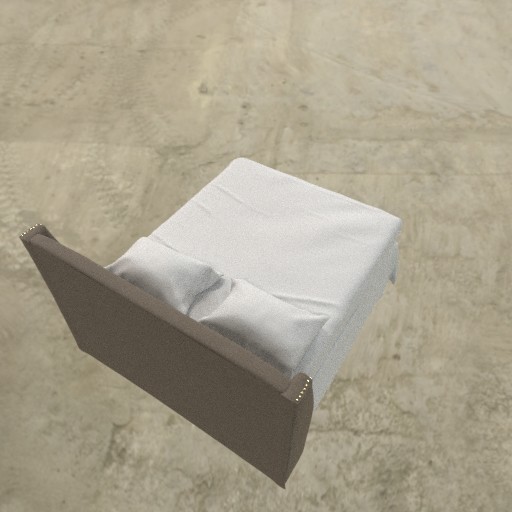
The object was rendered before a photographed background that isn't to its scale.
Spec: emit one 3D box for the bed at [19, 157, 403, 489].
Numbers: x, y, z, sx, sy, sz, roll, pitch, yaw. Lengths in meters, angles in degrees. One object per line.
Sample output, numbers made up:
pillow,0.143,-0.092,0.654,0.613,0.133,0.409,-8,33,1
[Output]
bed,0.000,0.000,3.376,1.925,1.332,2.276,26,53,21
